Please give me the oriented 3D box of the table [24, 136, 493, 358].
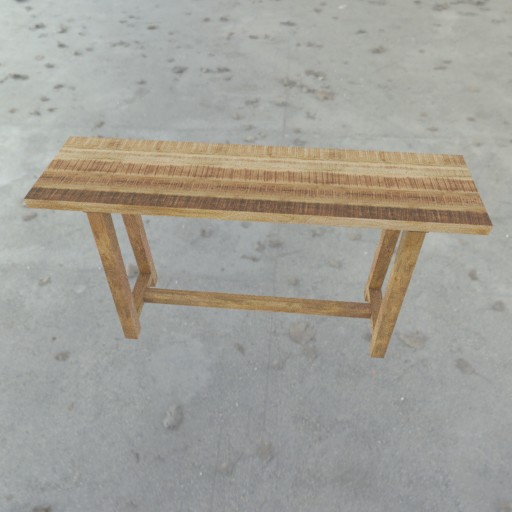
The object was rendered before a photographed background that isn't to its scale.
[{"bbox_3d":[0.000,0.000,1.862,1.524,0.810,0.405,4,45,4],"label":"table"}]
